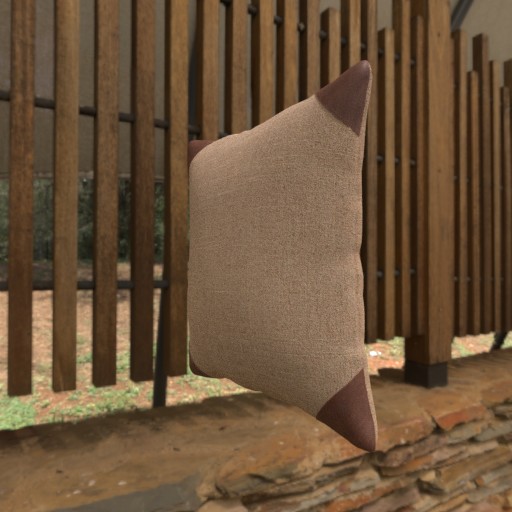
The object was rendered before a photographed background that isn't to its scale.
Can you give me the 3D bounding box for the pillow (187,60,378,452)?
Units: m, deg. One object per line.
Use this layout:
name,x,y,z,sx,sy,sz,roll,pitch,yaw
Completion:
pillow,0.000,0.000,0.673,0.147,0.448,0.437,1,-1,-37
